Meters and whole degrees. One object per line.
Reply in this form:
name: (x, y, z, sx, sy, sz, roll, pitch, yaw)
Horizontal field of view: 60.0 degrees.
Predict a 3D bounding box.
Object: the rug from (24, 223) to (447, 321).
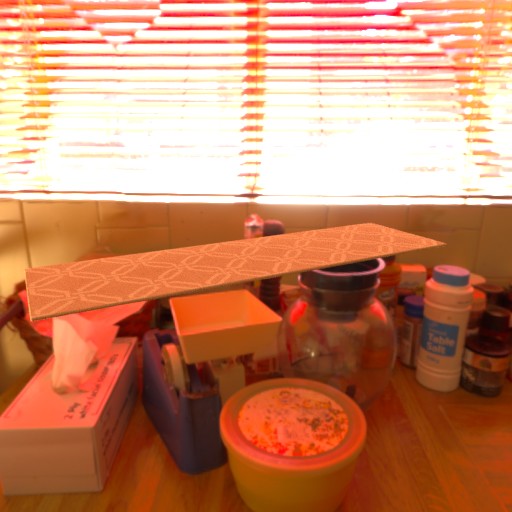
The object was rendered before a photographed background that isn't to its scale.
rug: (0.000, 0.000, 2.455, 2.276, 0.014, 0.678, -9, 19, -27)
